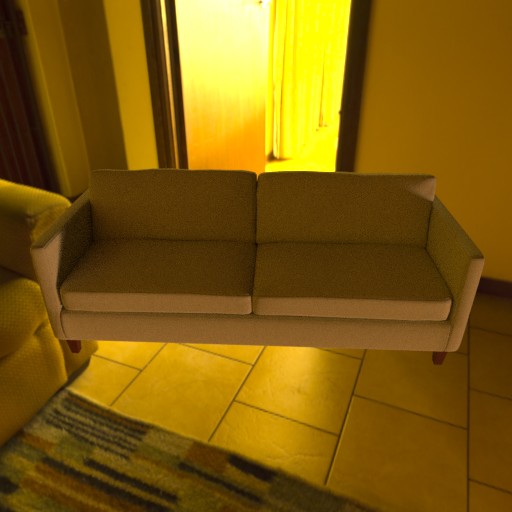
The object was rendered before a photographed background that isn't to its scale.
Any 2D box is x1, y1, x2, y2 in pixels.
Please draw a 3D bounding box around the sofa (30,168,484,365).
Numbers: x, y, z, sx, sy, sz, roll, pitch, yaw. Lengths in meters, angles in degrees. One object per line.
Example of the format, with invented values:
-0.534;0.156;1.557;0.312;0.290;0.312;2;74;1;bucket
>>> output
0.000;0.000;2.843;2.434;0.965;0.948;1;30;2;sofa
